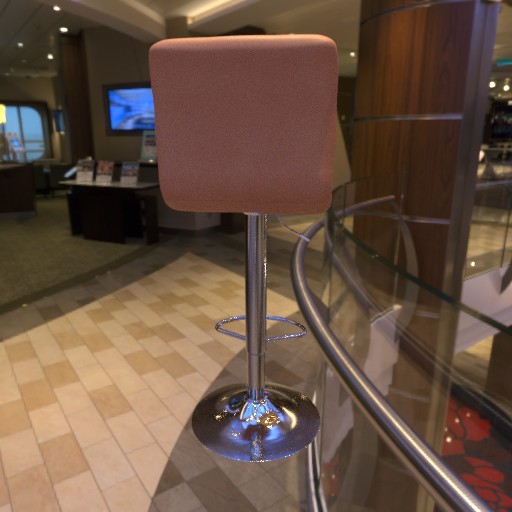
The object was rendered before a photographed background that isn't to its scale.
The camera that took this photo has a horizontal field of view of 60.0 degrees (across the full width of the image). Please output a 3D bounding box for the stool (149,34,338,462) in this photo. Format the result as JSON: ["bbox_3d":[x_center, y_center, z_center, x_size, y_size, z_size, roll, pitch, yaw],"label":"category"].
[{"bbox_3d":[0.000,0.000,1.325,0.430,1.115,0.505,2,16,8],"label":"stool"}]
